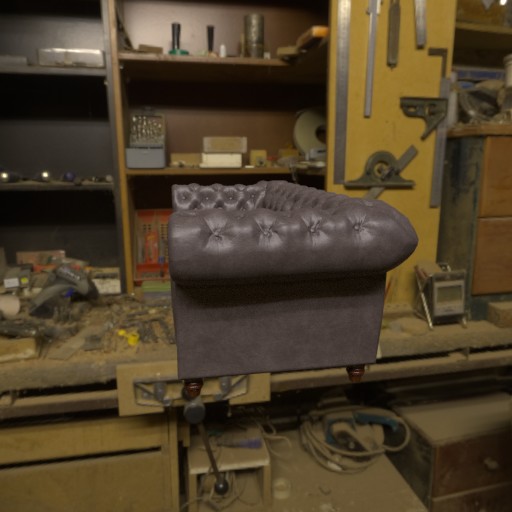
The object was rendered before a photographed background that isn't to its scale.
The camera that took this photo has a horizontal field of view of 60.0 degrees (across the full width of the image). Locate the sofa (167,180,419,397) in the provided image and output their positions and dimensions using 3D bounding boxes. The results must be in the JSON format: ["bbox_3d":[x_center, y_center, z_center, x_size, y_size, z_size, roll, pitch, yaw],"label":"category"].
[{"bbox_3d":[0.000,0.000,2.541,0.944,0.779,2.048,-2,13,-10],"label":"sofa"}]
